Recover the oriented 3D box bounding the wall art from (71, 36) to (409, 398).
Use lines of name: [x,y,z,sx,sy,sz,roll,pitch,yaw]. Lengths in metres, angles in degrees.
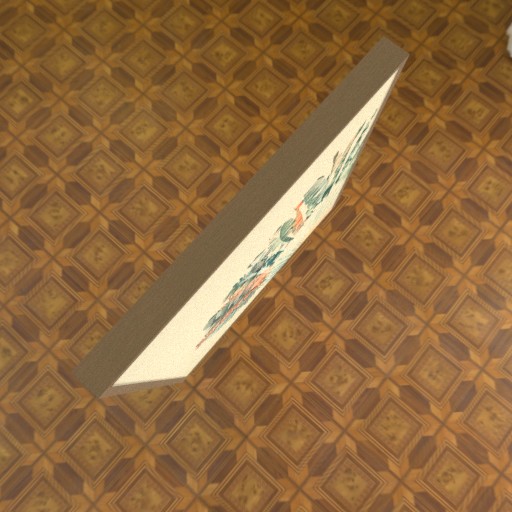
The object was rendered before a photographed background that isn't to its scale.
wall art: [0.000,0.000,0.721,0.038,0.506,0.508,40,79,9]
